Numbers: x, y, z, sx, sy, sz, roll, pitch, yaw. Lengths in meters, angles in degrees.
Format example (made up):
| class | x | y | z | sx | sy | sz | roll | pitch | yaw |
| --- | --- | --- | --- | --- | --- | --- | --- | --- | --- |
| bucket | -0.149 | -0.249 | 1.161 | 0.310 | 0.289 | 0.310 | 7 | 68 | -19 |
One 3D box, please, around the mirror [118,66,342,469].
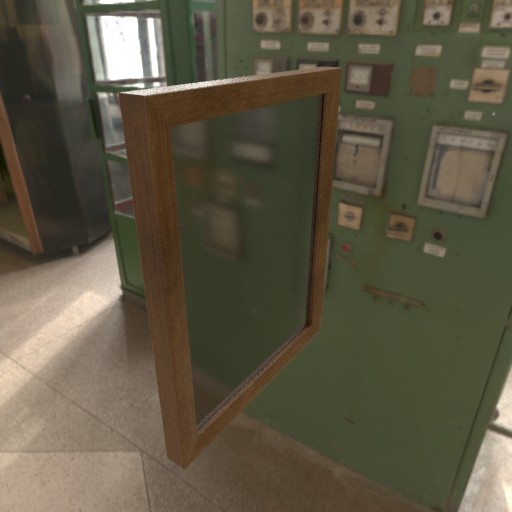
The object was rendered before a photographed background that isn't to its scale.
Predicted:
| class | x | y | z | sx | sy | sz | roll | pitch | yaw |
| --- | --- | --- | --- | --- | --- | --- | --- | --- | --- |
| mirror | 0.000 | 0.000 | 0.675 | 0.041 | 0.508 | 0.405 | 18 | 32 | 31 |
